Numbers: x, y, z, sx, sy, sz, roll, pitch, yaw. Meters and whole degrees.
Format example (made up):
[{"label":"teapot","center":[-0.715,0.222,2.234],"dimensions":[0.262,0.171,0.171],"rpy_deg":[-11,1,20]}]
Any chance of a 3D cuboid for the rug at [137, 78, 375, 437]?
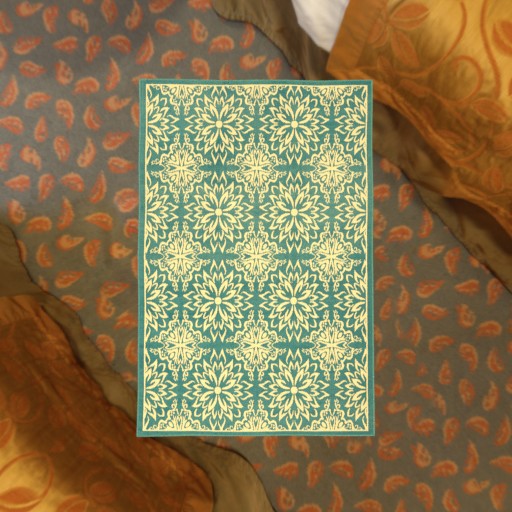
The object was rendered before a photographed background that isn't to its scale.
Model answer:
[{"label":"rug","center":[0.000,0.000,3.436],"dimensions":[1.830,0.018,2.769],"rpy_deg":[0,89,-1]}]
